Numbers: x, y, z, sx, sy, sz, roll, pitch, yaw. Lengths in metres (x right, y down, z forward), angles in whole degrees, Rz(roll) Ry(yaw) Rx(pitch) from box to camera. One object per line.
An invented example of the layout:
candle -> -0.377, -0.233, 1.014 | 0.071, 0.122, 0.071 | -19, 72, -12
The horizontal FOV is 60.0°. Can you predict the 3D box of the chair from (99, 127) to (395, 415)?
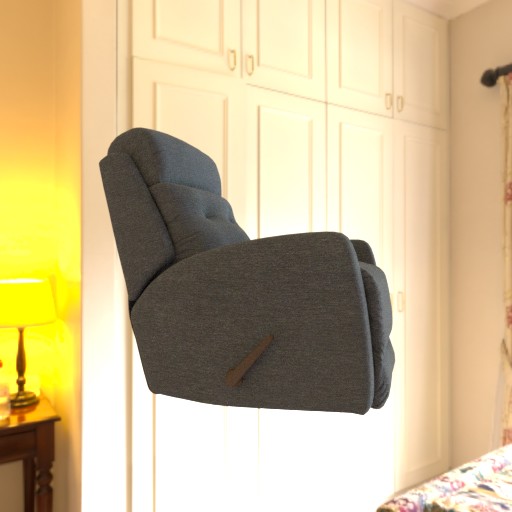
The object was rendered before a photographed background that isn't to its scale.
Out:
chair -> 0.000, 0.000, 1.757 | 1.043, 1.013, 0.798 | 0, 0, 20
